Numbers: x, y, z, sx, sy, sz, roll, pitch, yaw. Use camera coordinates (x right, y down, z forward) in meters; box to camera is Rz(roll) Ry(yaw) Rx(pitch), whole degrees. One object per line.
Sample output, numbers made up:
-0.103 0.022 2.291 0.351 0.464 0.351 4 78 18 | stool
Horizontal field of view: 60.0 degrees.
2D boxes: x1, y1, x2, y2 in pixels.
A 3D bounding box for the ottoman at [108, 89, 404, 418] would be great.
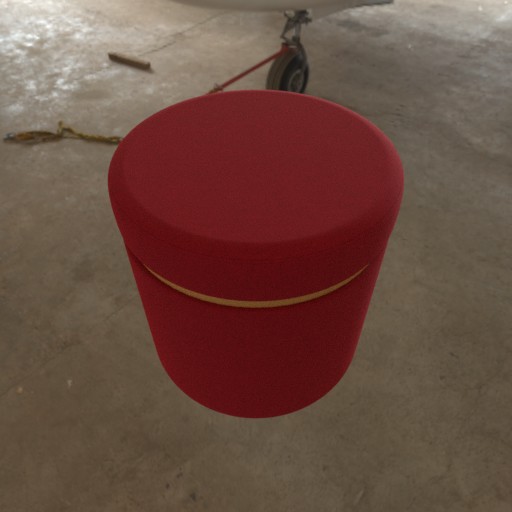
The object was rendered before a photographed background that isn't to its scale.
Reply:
0.000 0.000 0.743 0.400 0.406 0.400 0 46 0 | ottoman
